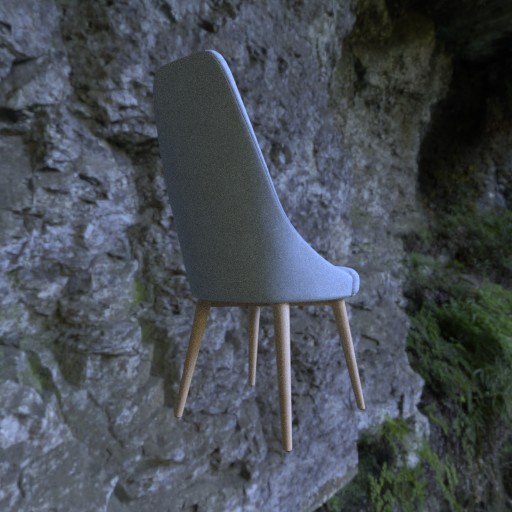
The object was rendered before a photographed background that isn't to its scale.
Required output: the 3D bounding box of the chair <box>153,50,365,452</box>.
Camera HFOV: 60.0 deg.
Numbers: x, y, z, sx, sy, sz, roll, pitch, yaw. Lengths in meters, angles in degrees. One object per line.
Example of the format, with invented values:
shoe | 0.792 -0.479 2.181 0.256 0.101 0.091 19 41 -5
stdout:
chair | 0.000 0.000 1.416 0.510 1.040 0.660 0 -1 37
